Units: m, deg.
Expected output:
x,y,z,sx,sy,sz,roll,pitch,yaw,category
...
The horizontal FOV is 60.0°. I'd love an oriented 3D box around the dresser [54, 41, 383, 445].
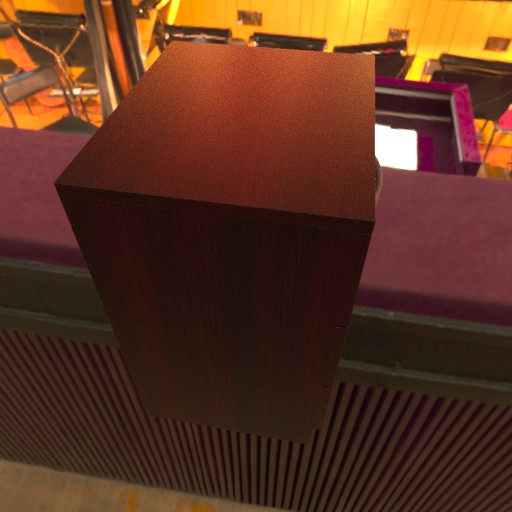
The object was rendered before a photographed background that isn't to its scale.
x,y,z,sx,sy,sz,roll,pitch,yaw,category
0.000,0.000,0.782,0.360,0.560,0.400,8,46,7,dresser
